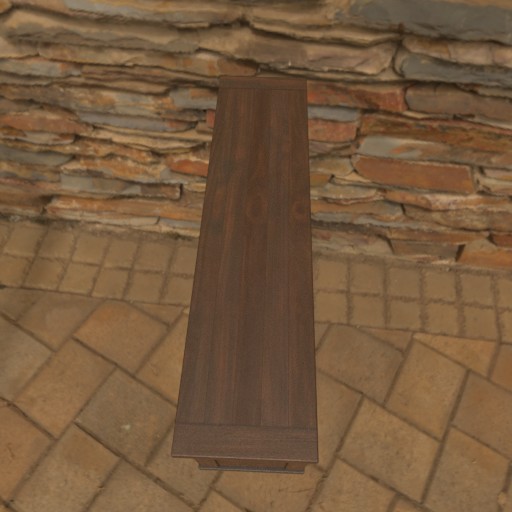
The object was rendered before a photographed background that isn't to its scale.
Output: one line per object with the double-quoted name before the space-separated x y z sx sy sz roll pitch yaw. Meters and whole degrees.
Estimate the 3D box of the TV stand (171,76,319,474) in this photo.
"TV stand" 0.000 0.000 2.125 0.471 0.615 1.866 2 58 1
